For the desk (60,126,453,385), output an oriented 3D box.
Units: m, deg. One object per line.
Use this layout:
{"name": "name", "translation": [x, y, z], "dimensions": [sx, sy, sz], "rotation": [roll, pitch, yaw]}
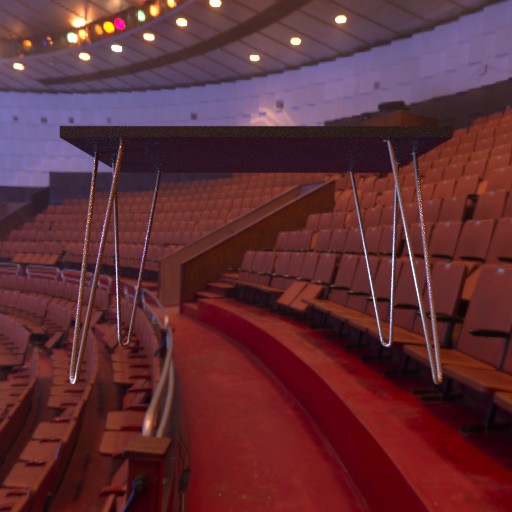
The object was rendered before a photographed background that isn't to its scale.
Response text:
{"name": "desk", "translation": [0.000, 0.000, 1.369], "dimensions": [0.991, 0.660, 0.499], "rotation": [0, 1, 0]}
